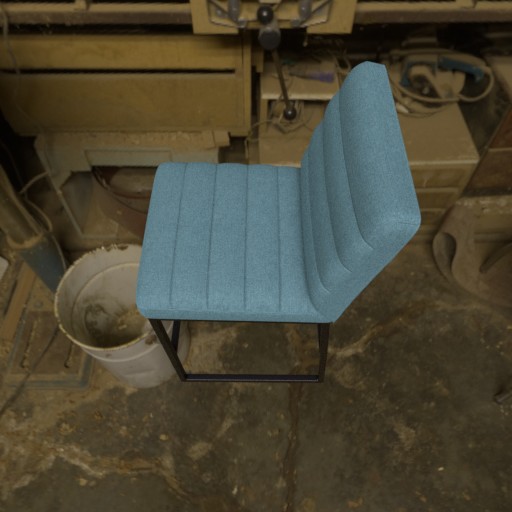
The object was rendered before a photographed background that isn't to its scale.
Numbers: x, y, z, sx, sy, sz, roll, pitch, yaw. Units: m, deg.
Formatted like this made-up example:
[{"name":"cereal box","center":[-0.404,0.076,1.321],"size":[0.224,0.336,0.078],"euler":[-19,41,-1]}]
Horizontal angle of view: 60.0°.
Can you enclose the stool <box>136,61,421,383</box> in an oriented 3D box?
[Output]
[{"name":"stool","center":[0.000,0.000,1.242],"size":[0.560,0.940,0.460],"euler":[0,58,0]}]
